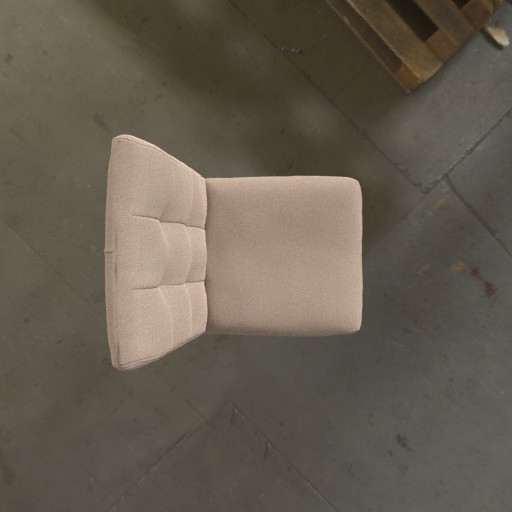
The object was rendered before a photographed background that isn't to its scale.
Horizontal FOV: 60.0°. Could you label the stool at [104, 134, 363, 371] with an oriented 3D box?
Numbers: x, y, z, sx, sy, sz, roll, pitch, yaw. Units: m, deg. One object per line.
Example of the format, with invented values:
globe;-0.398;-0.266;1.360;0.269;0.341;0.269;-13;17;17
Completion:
stool;0.000;0.000;1.270;0.548;1.047;0.411;0;89;-1
